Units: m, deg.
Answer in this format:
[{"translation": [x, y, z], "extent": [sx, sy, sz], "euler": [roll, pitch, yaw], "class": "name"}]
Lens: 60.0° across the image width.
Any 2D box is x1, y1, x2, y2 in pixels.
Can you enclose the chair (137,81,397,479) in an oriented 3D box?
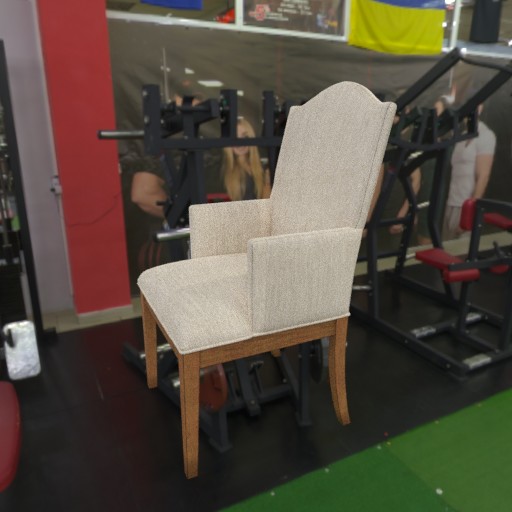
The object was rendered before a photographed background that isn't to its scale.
[{"translation": [0.000, 0.000, 1.358], "extent": [0.641, 1.016, 0.533], "euler": [-8, 19, -24], "class": "chair"}]
